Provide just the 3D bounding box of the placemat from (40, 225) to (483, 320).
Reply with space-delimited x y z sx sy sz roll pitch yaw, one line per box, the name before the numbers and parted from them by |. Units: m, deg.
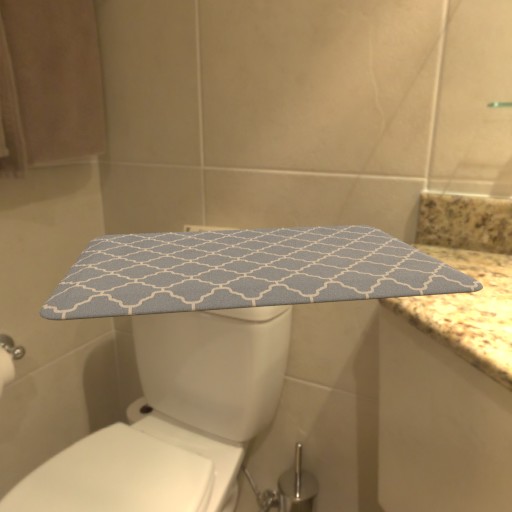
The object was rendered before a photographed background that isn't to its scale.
placemat | 0.000 0.000 0.959 0.762 0.021 0.508 -3 17 -9
